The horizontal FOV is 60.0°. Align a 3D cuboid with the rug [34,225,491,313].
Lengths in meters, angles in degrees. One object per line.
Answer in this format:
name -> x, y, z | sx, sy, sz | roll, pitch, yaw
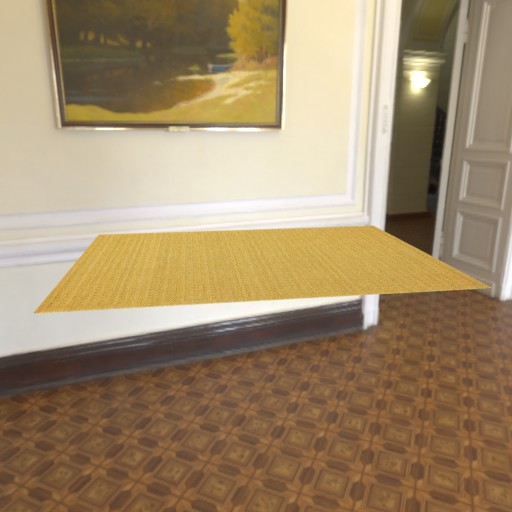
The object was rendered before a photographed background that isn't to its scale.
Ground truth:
rug -> 0.000, 0.000, 3.712 | 2.895, 0.006, 1.981 | -2, 16, -8
